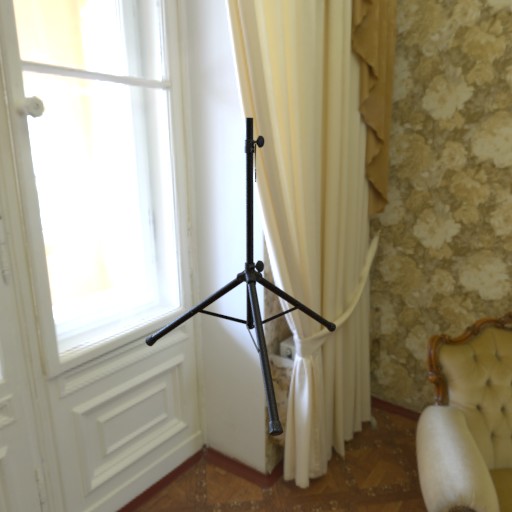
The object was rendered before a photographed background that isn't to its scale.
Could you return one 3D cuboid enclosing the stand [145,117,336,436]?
[{"bbox_3d":[0.000,0.000,1.880,1.045,1.136,0.907,-2,15,-9],"label":"stand"}]
